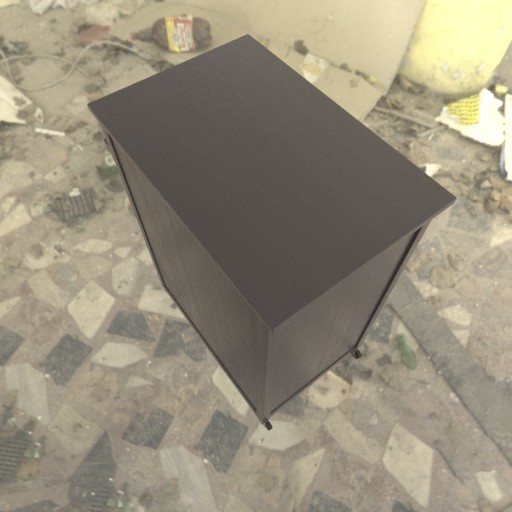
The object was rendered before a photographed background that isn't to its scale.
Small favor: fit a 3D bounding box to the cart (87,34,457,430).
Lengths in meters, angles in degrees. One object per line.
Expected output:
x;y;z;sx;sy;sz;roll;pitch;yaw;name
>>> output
0.000;0.000;1.277;0.449;0.878;0.690;-33;64;-19;cart
